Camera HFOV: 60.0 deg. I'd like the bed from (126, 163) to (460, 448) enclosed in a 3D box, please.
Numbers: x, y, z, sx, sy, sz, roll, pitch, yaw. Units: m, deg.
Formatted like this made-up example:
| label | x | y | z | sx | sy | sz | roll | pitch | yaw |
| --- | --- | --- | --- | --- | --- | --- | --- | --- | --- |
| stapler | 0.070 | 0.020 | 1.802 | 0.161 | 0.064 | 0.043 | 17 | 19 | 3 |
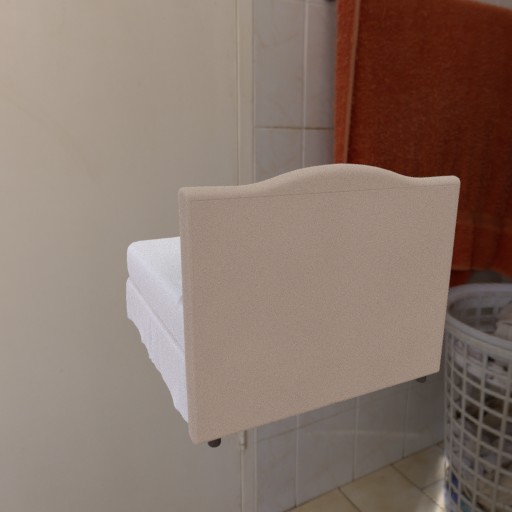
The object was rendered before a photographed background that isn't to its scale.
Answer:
| label | x | y | z | sx | sy | sz | roll | pitch | yaw |
| --- | --- | --- | --- | --- | --- | --- | --- | --- | --- |
| bed | 0.000 | 0.000 | 3.249 | 1.678 | 1.398 | 2.052 | -7 | 16 | -25 |
